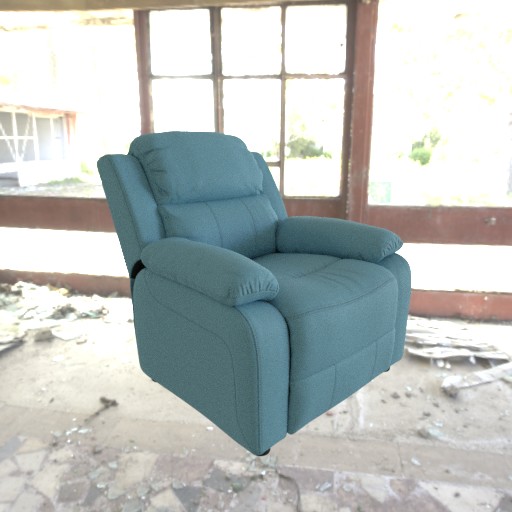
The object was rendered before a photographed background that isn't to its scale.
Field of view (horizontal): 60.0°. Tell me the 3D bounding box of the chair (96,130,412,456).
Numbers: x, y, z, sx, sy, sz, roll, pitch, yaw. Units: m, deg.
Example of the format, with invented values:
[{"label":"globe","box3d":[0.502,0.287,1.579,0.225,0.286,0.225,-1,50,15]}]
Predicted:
[{"label":"chair","box3d":[0.000,0.000,1.271,0.680,0.702,0.709,-14,20,-43]}]
